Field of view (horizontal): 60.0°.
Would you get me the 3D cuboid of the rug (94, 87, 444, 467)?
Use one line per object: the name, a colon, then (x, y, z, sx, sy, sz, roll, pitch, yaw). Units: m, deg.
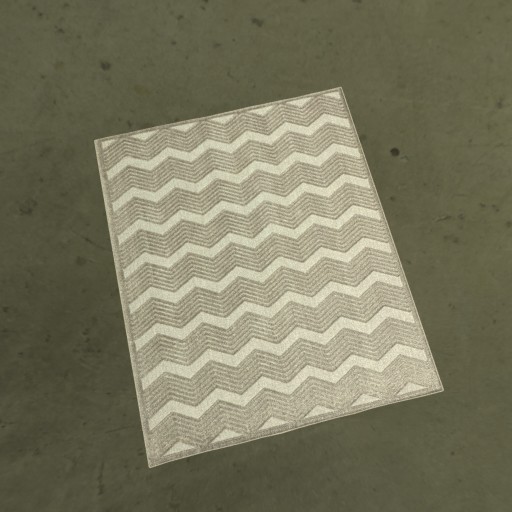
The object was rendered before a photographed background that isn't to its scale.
rug: (0.000, 0.000, 3.831, 2.391, 0.005, 2.880, -13, 76, -3)
